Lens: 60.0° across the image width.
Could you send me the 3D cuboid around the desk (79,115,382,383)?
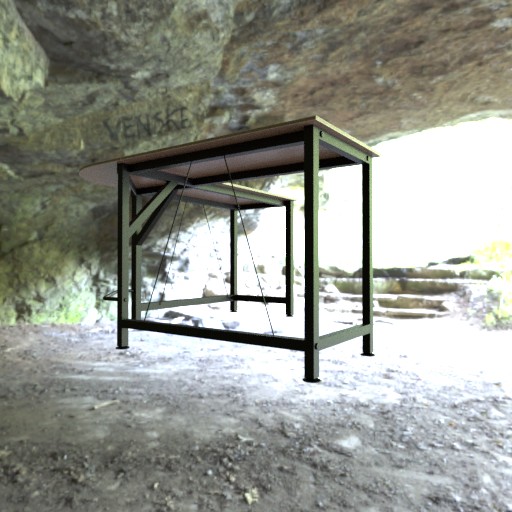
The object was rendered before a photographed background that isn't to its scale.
[{"bbox_3d":[0.000,0.000,2.218,1.400,0.762,1.400,-1,-1,35],"label":"desk"}]
